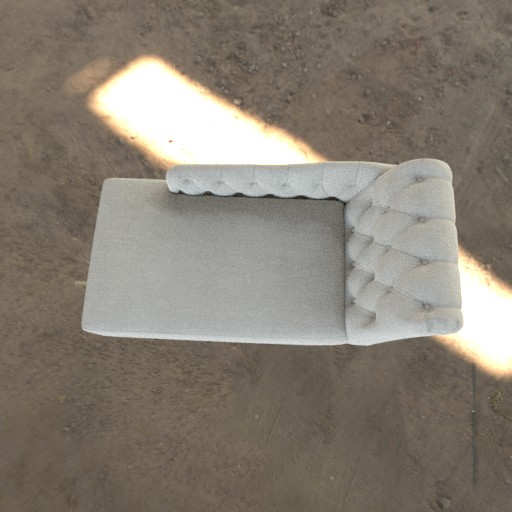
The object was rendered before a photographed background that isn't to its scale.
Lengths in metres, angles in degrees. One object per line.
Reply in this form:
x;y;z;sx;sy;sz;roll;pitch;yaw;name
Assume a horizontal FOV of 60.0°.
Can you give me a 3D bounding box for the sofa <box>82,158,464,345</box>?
0.000;0.000;1.831;1.379;0.787;0.675;3;74;1;sofa
